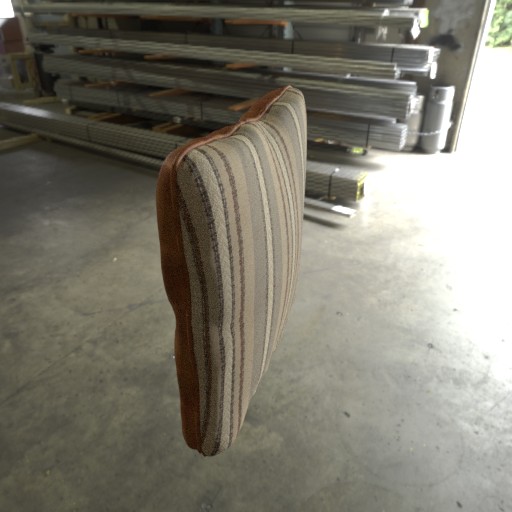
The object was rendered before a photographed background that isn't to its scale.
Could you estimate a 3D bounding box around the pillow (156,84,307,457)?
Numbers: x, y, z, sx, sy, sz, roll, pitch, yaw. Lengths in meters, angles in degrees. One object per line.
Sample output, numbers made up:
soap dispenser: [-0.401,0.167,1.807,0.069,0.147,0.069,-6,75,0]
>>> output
pillow: [0.000,0.000,0.755,0.130,0.490,0.489,10,31,16]
